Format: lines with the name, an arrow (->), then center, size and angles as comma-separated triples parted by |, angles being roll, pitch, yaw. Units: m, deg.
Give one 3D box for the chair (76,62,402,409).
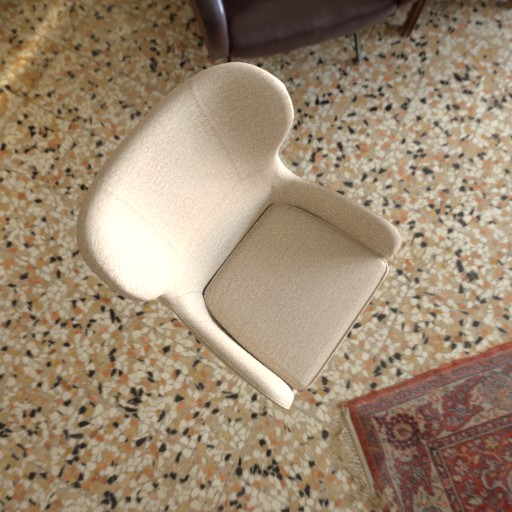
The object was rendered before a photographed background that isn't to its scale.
chair -> 0.000, 0.000, 1.814 | 0.984, 1.064, 0.861 | 36, 79, 8
